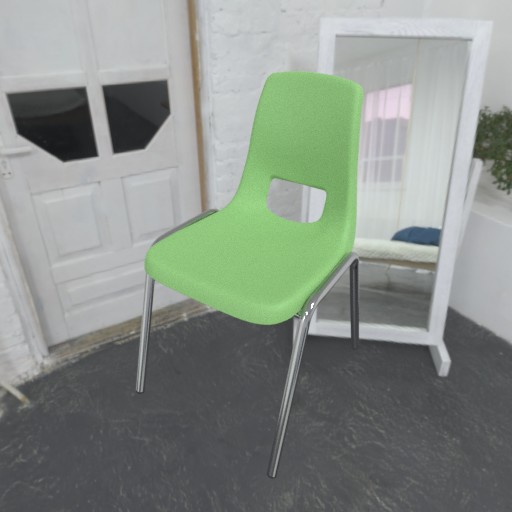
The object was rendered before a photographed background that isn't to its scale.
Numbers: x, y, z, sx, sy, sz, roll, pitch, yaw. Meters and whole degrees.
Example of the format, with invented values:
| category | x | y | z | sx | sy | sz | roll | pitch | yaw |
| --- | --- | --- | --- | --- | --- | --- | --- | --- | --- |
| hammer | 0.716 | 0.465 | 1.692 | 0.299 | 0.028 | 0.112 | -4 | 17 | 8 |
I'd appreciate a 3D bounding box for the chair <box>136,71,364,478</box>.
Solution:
| category | x | y | z | sx | sy | sz | roll | pitch | yaw |
| --- | --- | --- | --- | --- | --- | --- | --- | --- | --- |
| chair | 0.000 | 0.000 | 0.913 | 0.381 | 0.653 | 0.436 | 20 | 37 | 29 |
